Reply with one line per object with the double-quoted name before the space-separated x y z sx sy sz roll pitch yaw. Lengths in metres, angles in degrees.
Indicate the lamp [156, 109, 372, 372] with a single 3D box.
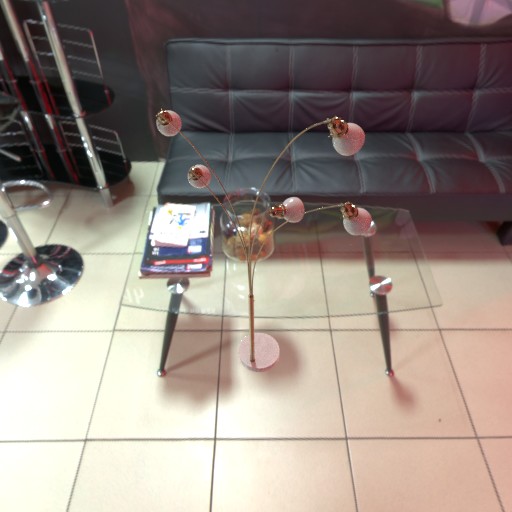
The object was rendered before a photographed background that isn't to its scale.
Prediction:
"lamp" 0.000 0.000 3.022 1.405 2.423 0.361 25 51 22
